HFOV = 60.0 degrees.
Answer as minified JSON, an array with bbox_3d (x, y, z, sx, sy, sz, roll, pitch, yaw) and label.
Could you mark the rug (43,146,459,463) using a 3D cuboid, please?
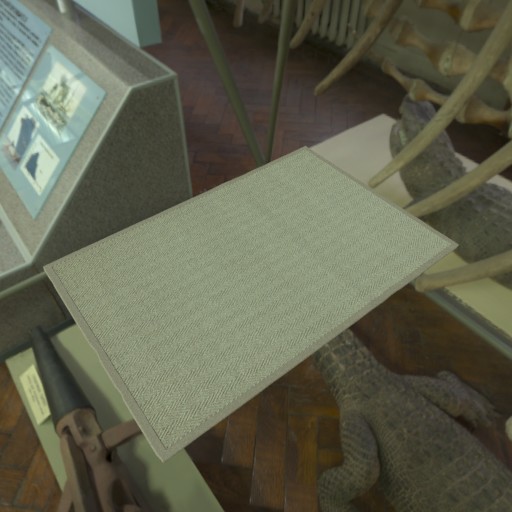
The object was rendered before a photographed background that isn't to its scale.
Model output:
[{"bbox_3d":[0.000,0.000,2.924,2.290,0.021,1.540,-29,53,-25],"label":"rug"}]
